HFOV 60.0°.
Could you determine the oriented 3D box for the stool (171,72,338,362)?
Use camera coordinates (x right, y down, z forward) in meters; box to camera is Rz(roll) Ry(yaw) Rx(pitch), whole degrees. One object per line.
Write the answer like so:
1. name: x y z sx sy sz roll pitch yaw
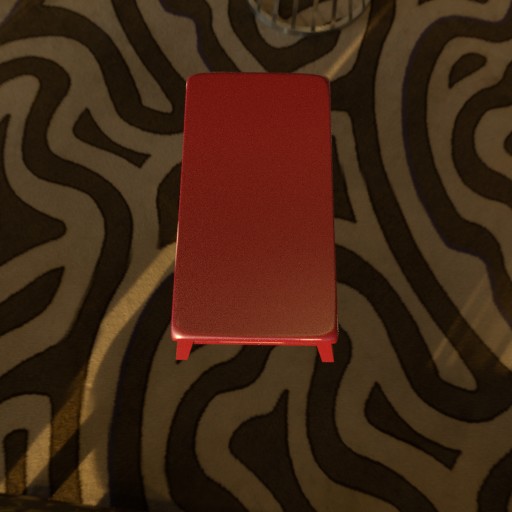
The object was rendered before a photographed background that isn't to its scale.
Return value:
1. stool: 0.000 0.000 1.042 0.476 0.737 0.457 1 75 0
